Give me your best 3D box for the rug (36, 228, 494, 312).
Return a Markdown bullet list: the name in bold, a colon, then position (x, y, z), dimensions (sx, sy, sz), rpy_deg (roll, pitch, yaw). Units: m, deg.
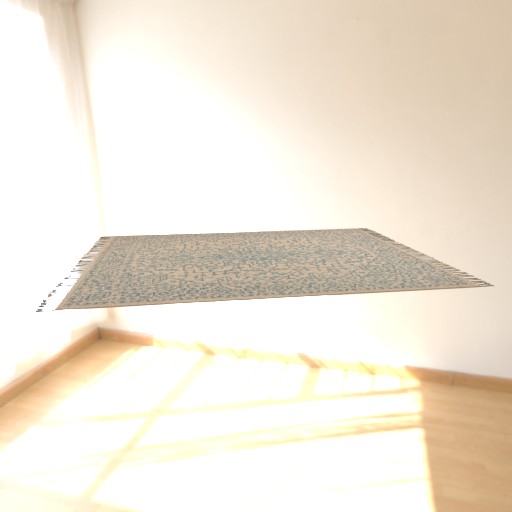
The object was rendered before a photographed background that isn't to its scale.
- **rug**: position (0.000, 0.000, 4.284), dimensions (3.327, 0.010, 2.464), rpy_deg (-2, 14, -9)
